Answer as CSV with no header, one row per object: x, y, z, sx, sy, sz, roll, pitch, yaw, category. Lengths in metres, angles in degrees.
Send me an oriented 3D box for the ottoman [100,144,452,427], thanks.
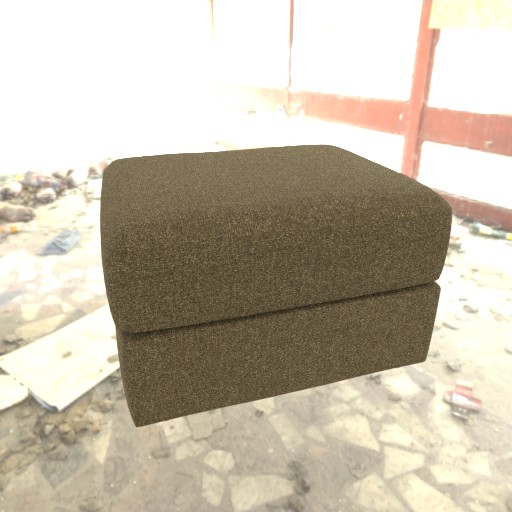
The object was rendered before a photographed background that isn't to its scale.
0.000,0.000,1.153,0.742,0.476,0.598,-8,27,-16,ottoman
